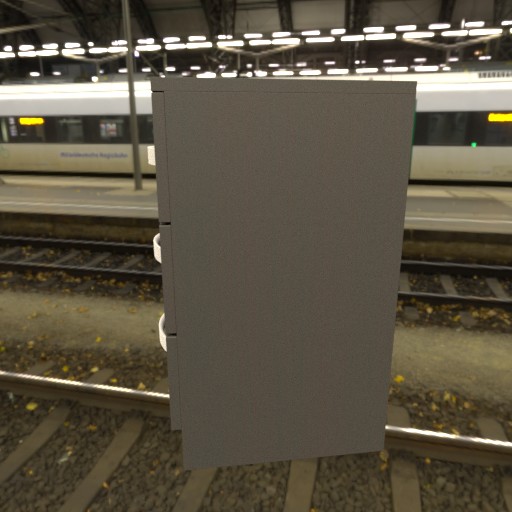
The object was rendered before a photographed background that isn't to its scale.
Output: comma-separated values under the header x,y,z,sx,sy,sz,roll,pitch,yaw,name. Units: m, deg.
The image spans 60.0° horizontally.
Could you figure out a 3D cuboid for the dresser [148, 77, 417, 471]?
x,y,z,sx,sy,sz,roll,pitch,yaw,name
0.000,0.000,0.807,0.360,0.560,0.400,-2,16,-8,dresser
